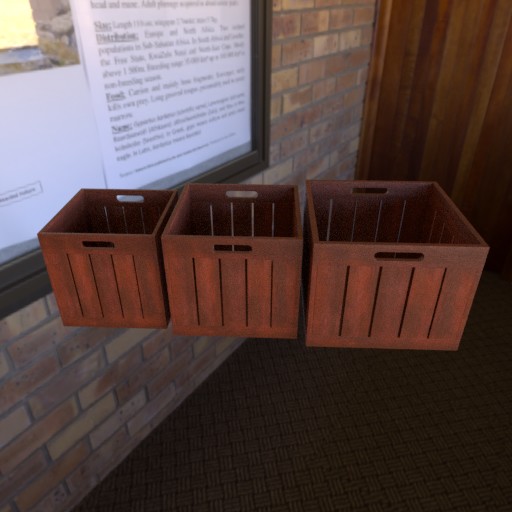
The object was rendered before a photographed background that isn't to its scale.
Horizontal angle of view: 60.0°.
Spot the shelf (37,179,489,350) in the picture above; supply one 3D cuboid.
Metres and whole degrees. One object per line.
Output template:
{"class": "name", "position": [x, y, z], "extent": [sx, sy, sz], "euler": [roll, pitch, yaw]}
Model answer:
{"class": "shelf", "position": [0.000, 0.000, 1.260], "extent": [1.064, 0.311, 0.393], "euler": [1, 31, 2]}
